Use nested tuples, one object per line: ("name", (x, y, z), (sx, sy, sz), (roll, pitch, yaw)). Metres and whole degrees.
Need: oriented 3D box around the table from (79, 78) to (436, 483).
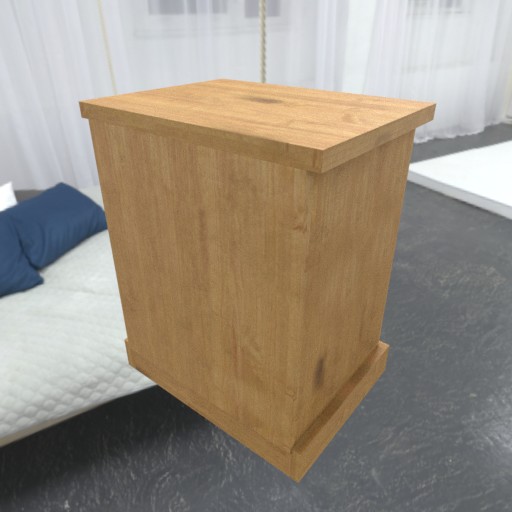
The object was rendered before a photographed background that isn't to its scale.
("table", (0.000, 0.000, 1.220), (0.660, 0.813, 0.500), (21, 35, 33))
